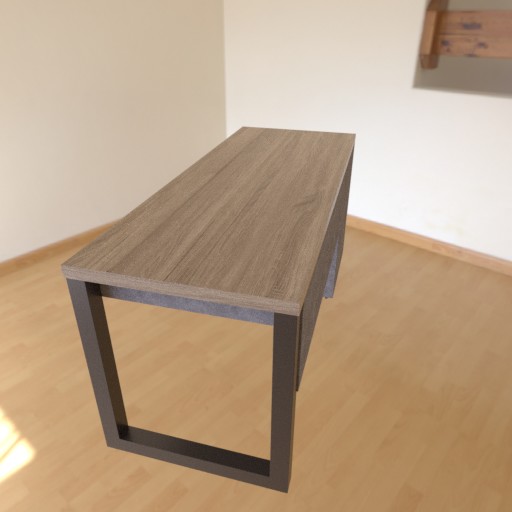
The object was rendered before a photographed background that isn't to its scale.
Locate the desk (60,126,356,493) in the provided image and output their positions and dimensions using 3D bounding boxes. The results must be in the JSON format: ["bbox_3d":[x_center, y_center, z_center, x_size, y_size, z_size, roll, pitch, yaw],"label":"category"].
[{"bbox_3d":[0.000,0.000,2.035,0.690,0.760,1.700,8,30,14],"label":"desk"}]
